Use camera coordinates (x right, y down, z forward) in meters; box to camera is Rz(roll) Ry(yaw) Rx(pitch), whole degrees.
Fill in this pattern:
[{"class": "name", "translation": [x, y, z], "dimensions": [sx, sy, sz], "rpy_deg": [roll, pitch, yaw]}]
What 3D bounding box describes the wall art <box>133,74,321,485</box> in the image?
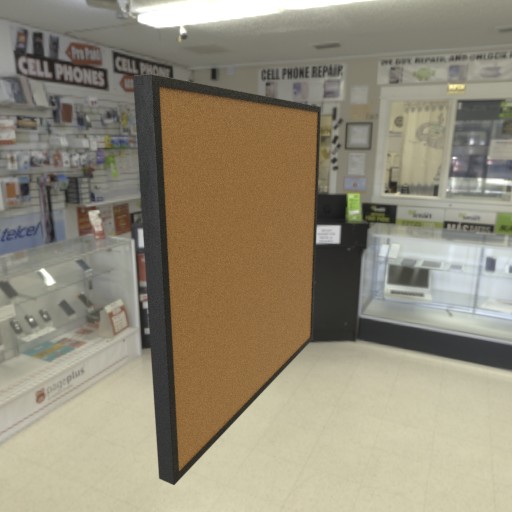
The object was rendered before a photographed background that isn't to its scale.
[{"class": "wall art", "translation": [0.000, 0.000, 1.119], "dimensions": [0.039, 0.763, 0.763], "rpy_deg": [8, 16, 27]}]
